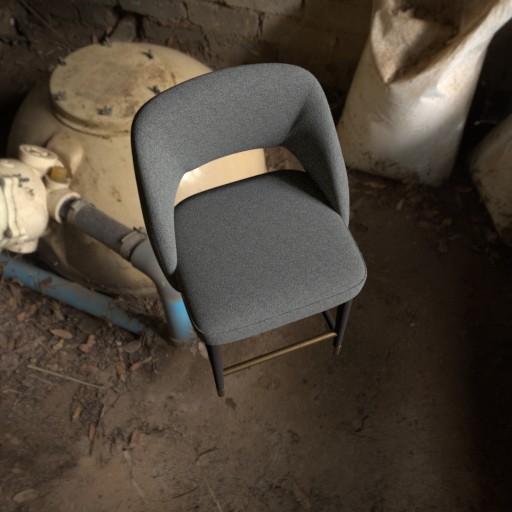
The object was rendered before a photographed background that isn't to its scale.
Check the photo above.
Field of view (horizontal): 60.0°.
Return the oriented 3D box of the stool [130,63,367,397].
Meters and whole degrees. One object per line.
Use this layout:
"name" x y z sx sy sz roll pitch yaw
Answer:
"stool" 0.000 0.000 1.297 0.536 0.925 0.524 -18 64 -9
